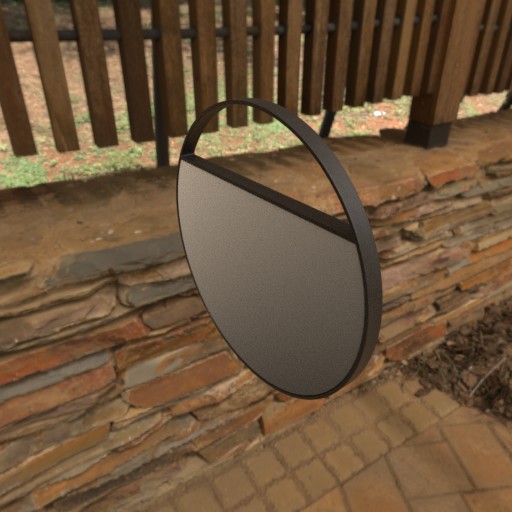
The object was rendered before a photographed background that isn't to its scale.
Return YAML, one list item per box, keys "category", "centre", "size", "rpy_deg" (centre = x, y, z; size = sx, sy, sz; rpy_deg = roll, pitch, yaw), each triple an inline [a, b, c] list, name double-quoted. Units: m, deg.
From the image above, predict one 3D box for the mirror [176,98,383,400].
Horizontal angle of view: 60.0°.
- category: "mirror"
  centre: [0.000, 0.000, 0.841]
  size: [0.032, 0.565, 0.565]
  rpy_deg: [-20, 35, -32]
